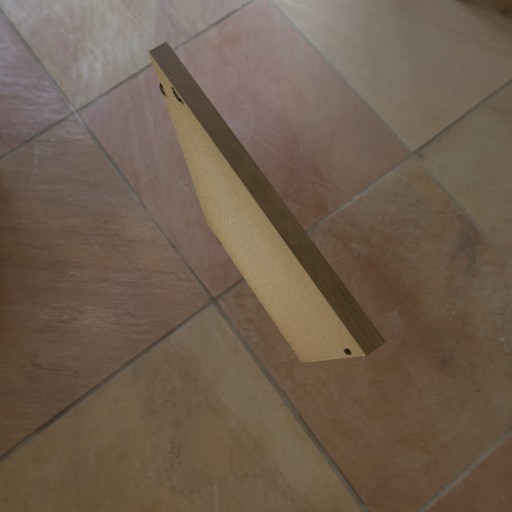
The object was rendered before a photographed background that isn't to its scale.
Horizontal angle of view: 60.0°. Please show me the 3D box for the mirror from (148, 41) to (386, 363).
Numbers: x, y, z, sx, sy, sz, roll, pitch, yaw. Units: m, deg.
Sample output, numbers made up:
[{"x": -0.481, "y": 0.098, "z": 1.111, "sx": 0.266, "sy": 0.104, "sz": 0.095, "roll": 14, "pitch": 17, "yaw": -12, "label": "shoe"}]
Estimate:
[{"x": 0.000, "y": 0.000, "z": 1.136, "sx": 0.041, "sy": 0.915, "sz": 0.609, "roll": -33, "pitch": 78, "yaw": -8, "label": "mirror"}]
